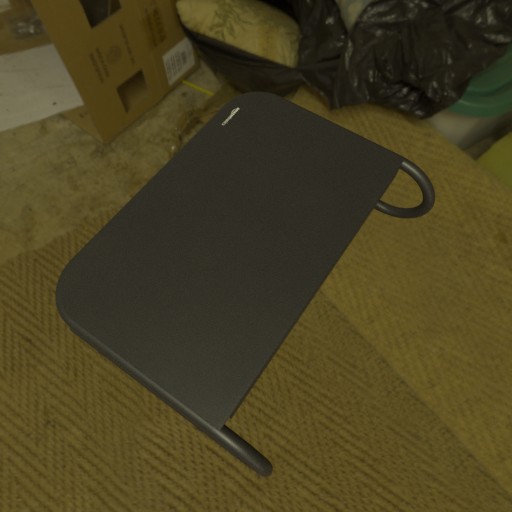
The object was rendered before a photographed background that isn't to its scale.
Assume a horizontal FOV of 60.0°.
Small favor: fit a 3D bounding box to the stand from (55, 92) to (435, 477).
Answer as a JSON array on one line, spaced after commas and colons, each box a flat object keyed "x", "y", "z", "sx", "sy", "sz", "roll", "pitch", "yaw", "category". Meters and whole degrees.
[{"x": 0.000, "y": 0.000, "z": 0.512, "sx": 0.280, "sy": 0.108, "sz": 0.370, "roll": 31, "pitch": 67, "yaw": 15, "category": "stand"}]
